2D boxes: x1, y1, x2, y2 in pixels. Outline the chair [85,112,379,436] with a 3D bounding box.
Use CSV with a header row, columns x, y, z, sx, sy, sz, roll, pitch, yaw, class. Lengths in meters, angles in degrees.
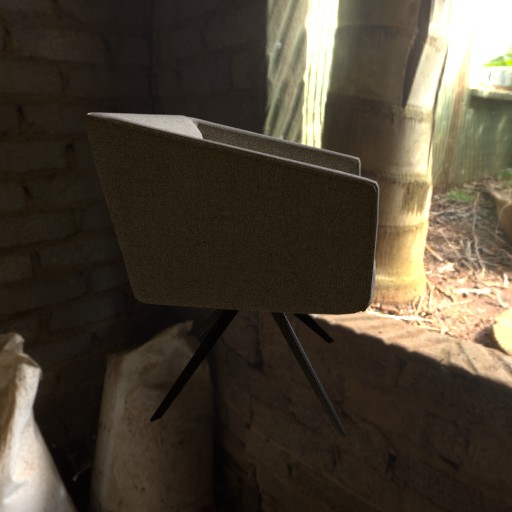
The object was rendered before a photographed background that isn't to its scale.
x,y,z,sx,sy,sz,roll,pitch,yaw,class
0.000,0.000,1.247,0.623,0.760,0.628,3,17,8,chair
